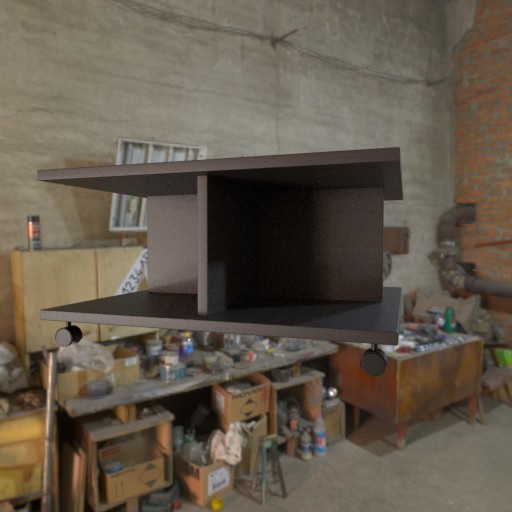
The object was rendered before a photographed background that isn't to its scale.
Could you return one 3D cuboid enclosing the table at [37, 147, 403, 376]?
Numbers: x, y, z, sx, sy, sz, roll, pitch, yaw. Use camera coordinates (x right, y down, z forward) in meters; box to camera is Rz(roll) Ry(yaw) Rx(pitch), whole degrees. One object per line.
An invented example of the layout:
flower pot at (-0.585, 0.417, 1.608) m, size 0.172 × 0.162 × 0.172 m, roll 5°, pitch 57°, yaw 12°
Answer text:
table at (0.000, 0.000, 1.223) m, size 0.762 × 0.396 × 0.762 m, roll 1°, pitch 2°, yaw 19°
